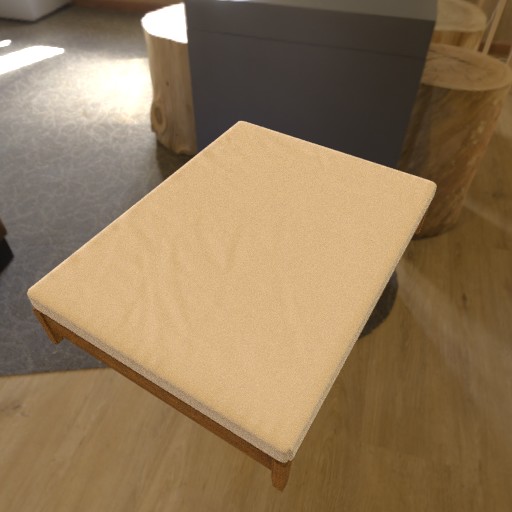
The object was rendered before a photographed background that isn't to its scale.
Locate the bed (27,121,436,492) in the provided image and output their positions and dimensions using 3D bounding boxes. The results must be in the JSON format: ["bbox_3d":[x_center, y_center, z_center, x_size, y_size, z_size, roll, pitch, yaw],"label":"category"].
[{"bbox_3d":[0.000,0.000,2.692,1.536,0.431,2.016,24,51,21],"label":"bed"}]
